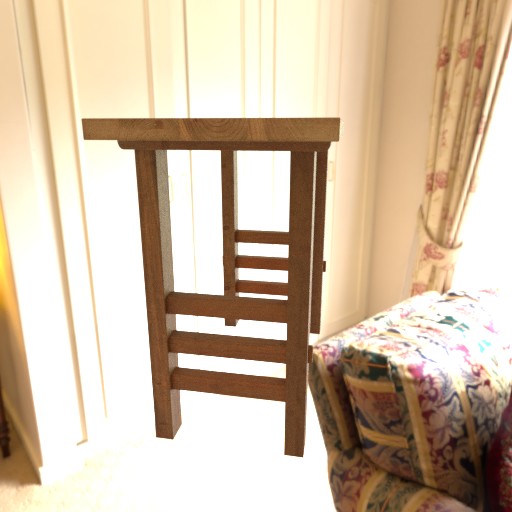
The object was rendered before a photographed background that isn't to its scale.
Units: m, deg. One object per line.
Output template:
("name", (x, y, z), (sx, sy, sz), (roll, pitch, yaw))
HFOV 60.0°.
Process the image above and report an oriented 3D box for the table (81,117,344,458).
("table", (0.000, 0.000, 1.568), (0.556, 0.914, 1.119), (3, 17, 11))
